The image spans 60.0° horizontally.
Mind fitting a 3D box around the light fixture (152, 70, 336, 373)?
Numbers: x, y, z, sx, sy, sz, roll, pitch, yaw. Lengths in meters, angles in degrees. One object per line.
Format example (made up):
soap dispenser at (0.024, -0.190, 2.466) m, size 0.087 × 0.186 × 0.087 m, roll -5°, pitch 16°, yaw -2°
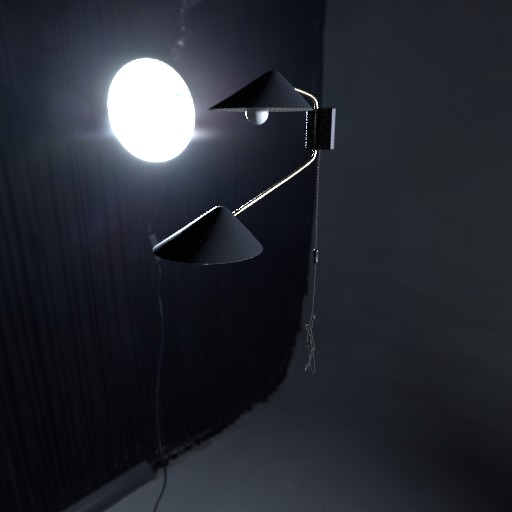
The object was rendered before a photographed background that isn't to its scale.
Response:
light fixture at (0.000, 0.000, 0.848) m, size 0.189 × 0.665 × 0.422 m, roll 15°, pitch 22°, yaw 41°
